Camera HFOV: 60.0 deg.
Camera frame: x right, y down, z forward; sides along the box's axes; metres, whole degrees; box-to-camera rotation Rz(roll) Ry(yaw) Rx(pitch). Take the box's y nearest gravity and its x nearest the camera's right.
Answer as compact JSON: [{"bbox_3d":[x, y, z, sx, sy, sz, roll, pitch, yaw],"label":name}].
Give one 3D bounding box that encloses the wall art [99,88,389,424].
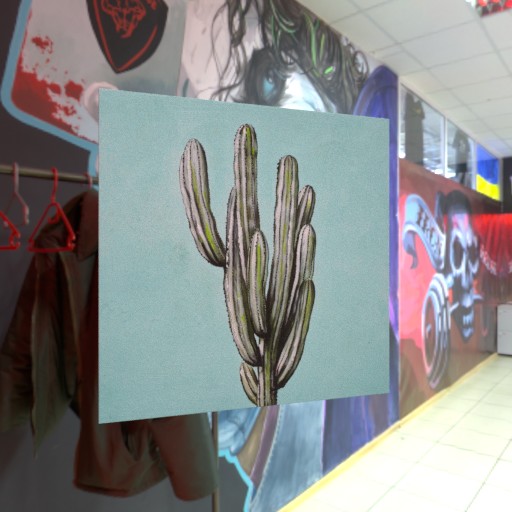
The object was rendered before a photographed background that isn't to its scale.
[{"bbox_3d":[0.000,0.000,0.902,0.603,0.603,0.036,0,0,-17],"label":"wall art"}]
